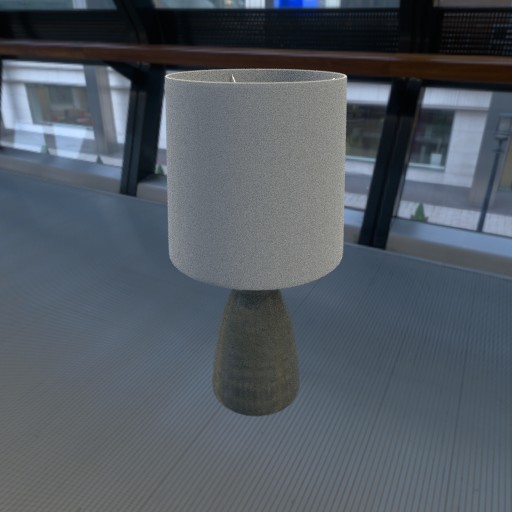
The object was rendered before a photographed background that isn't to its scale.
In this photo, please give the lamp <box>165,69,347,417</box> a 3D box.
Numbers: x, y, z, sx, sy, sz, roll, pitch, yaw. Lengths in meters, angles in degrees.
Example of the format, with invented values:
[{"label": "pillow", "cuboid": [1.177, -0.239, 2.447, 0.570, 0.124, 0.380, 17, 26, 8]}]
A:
[{"label": "lamp", "cuboid": [0.000, 0.000, 0.487, 0.186, 0.369, 0.186, 0, 26, 0]}]
